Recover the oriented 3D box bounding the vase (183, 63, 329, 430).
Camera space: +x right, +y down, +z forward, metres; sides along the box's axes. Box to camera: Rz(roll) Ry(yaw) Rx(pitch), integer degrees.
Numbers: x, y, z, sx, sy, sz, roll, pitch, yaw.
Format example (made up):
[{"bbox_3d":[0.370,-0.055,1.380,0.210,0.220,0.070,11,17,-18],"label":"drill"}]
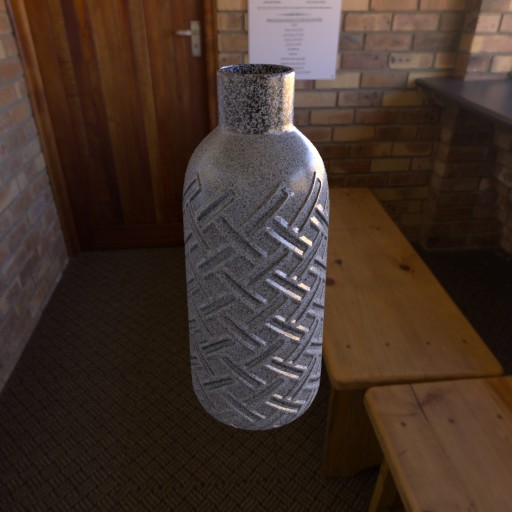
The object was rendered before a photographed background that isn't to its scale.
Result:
[{"bbox_3d":[0.000,0.000,0.360,0.122,0.282,0.122,0,31,0],"label":"vase"}]
